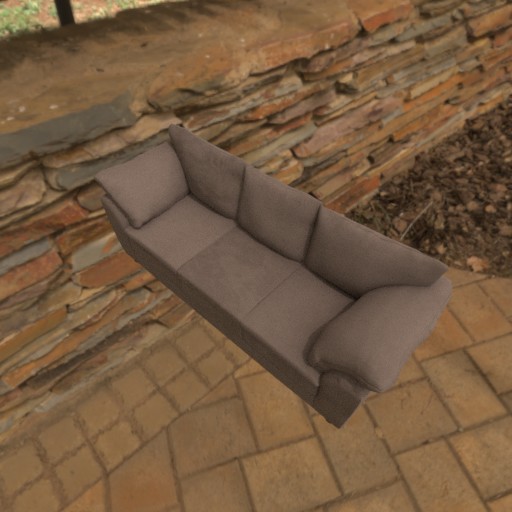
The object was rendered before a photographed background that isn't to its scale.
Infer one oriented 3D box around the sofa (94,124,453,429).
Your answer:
[{"bbox_3d":[0.000,0.000,2.951,2.377,0.981,0.893,34,55,28],"label":"sofa"}]
